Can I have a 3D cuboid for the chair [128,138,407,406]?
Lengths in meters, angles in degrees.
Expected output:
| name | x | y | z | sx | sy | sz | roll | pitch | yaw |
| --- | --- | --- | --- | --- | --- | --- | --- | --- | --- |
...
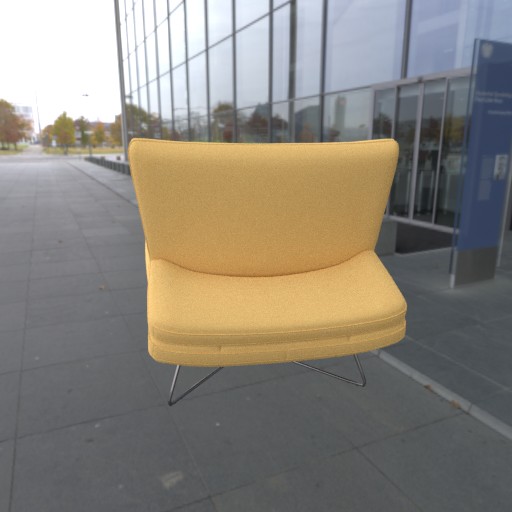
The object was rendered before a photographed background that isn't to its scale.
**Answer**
| name | x | y | z | sx | sy | sz | roll | pitch | yaw |
| --- | --- | --- | --- | --- | --- | --- | --- | --- | --- |
| chair | 0.000 | 0.000 | 1.680 | 0.859 | 0.855 | 1.008 | -3 | 14 | -10 |
